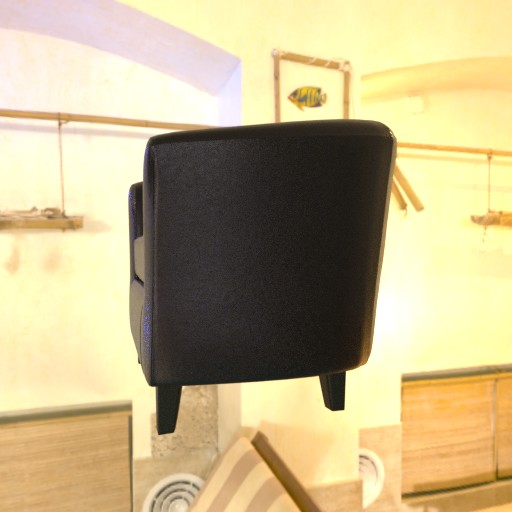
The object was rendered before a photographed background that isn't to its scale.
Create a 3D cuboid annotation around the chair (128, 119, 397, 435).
[{"bbox_3d":[0.000,0.000,1.361,0.727,0.756,0.793,0,1,-19],"label":"chair"}]
